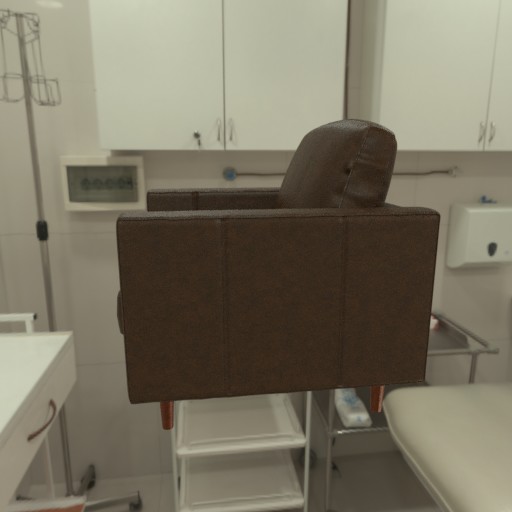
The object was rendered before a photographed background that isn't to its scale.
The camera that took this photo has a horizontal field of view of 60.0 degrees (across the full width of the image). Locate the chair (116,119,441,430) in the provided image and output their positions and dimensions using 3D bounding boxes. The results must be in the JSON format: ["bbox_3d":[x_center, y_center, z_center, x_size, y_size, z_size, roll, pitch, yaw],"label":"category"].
[{"bbox_3d":[0.000,0.000,1.631,0.909,0.956,0.890,-2,13,-8],"label":"chair"}]
